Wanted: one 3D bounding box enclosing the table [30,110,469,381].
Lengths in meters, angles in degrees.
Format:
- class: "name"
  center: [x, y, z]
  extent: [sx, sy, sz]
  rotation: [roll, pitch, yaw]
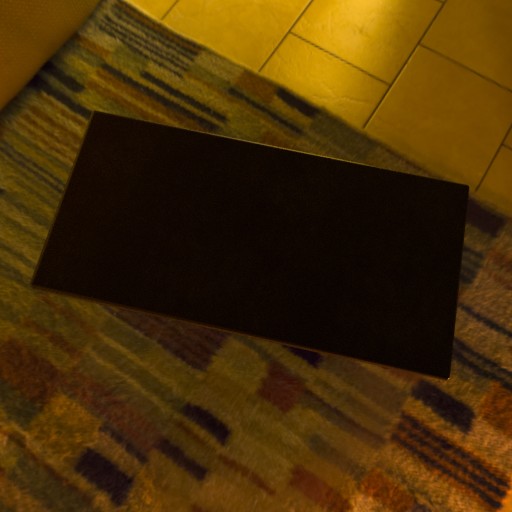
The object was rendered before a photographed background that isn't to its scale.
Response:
- class: "table"
  center: [0.000, 0.000, 1.502]
  extent: [1.171, 0.487, 0.580]
  rotation: [12, 75, 3]
